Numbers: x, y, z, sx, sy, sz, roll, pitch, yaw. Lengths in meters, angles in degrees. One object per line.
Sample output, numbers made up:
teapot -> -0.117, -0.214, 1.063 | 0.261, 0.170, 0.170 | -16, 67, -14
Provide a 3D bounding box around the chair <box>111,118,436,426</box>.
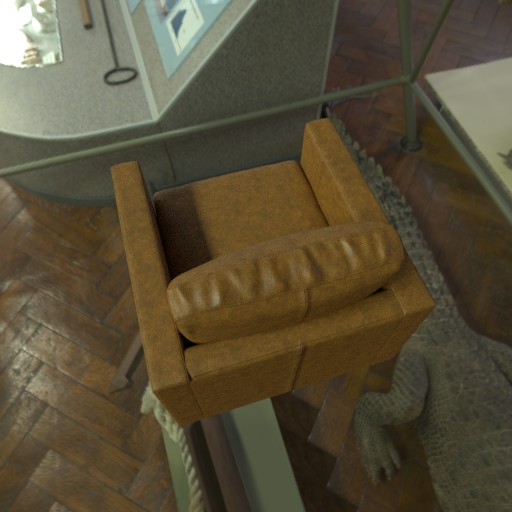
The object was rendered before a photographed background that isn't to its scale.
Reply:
chair -> 0.000, 0.000, 1.694 | 0.890, 0.956, 0.909 | -15, 60, -9
